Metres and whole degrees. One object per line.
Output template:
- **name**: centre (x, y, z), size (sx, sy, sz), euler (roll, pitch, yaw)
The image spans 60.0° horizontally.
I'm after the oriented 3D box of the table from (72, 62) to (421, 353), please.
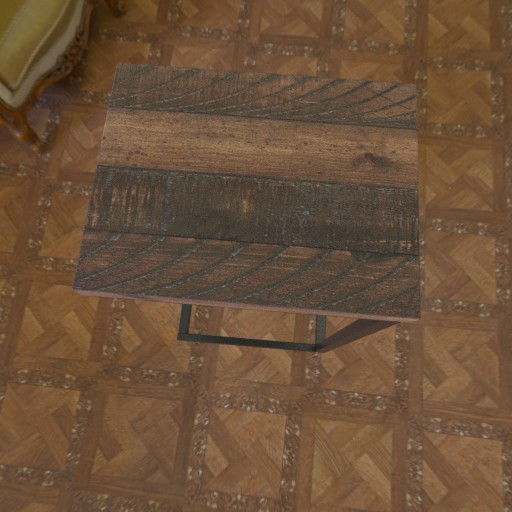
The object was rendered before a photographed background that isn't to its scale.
- **table**: centre (0.000, 0.000, 0.910), size (0.414, 0.718, 0.323), euler (5, 74, 1)
